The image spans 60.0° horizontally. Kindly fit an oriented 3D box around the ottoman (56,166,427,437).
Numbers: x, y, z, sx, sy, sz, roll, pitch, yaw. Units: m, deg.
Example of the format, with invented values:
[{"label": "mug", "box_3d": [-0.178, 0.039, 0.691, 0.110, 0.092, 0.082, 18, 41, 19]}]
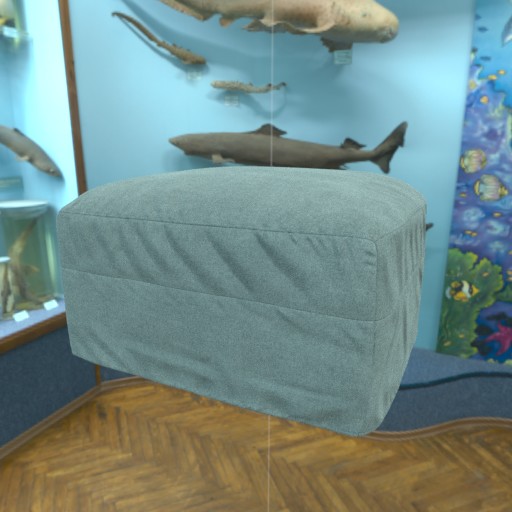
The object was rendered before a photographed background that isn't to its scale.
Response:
[{"label": "ottoman", "box_3d": [0.000, 0.000, 1.221, 0.837, 0.481, 0.683, 7, 17, 26]}]
